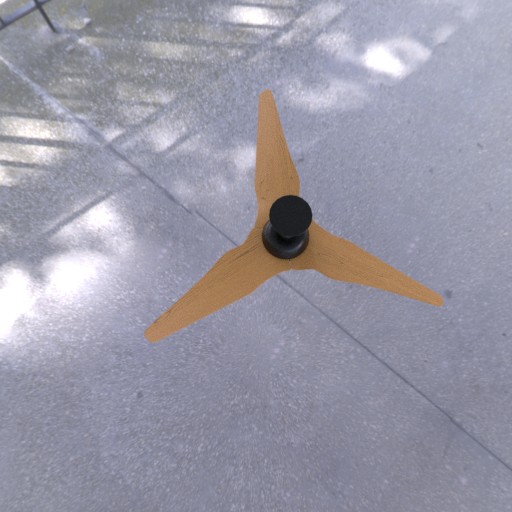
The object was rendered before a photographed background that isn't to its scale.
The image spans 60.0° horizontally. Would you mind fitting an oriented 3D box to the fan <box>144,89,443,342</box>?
[{"bbox_3d":[0.000,0.000,1.626,1.010,0.355,1.142,-37,80,-8],"label":"fan"}]
